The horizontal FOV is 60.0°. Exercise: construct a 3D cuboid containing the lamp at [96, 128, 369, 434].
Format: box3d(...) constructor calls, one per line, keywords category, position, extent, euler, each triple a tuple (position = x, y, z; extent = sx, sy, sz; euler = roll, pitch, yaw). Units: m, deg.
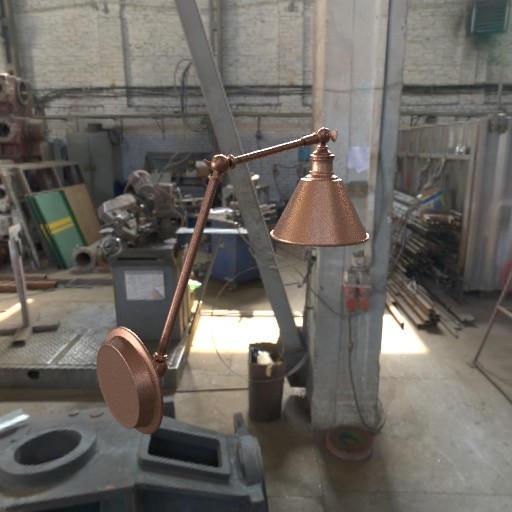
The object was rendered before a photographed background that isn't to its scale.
box3d(category="lamp", position=(0.000, 0.000, 0.884), extent=(0.624, 0.502, 0.223), euler=(-13, 19, -42))
